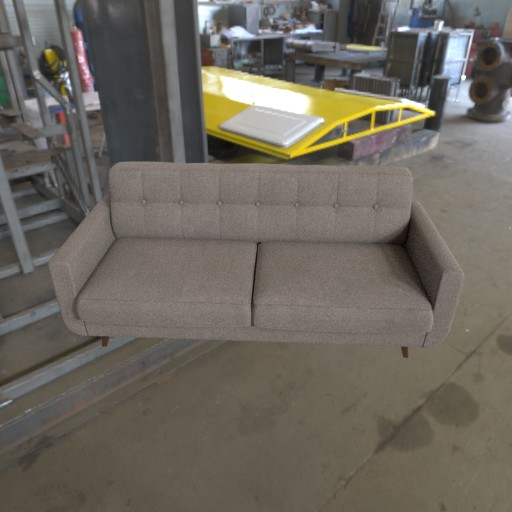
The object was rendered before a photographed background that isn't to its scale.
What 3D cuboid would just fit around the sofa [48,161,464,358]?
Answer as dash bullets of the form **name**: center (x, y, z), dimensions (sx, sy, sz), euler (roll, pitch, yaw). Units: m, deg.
- **sofa**: center (0.000, 0.000, 2.553), dimensions (2.029, 0.841, 0.909), euler (2, 31, 3)
